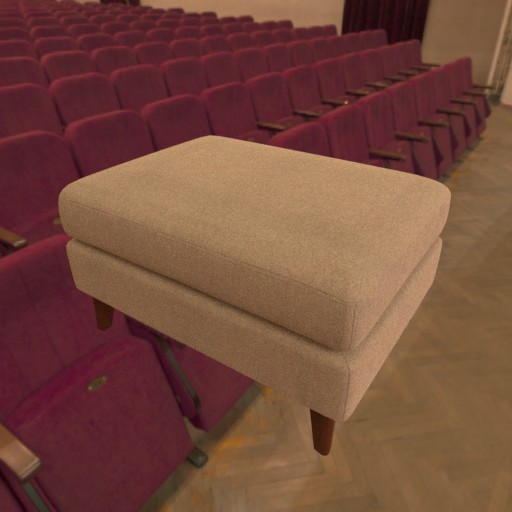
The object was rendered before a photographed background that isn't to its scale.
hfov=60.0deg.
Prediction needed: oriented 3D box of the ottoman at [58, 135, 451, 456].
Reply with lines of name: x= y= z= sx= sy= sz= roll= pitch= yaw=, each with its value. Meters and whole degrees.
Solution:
ottoman: x=0.000 y=0.000 z=1.200 sx=0.823 sy=0.478 sz=0.610 roll=19 pitch=35 yaw=29
